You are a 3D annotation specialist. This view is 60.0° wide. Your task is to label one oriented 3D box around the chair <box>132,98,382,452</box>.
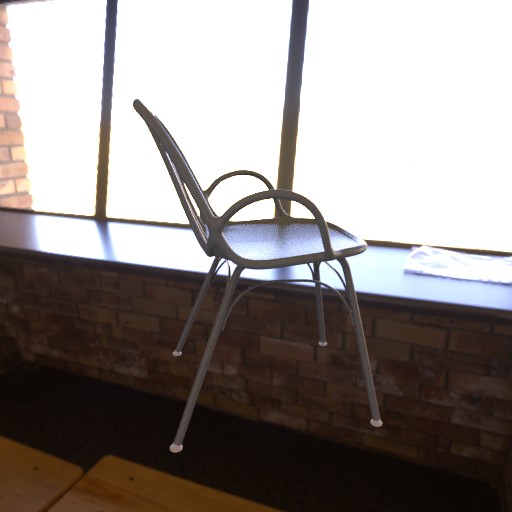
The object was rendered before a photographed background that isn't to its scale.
[{"bbox_3d":[0.000,0.000,1.233,0.597,0.816,0.549,-3,16,-9],"label":"chair"}]
